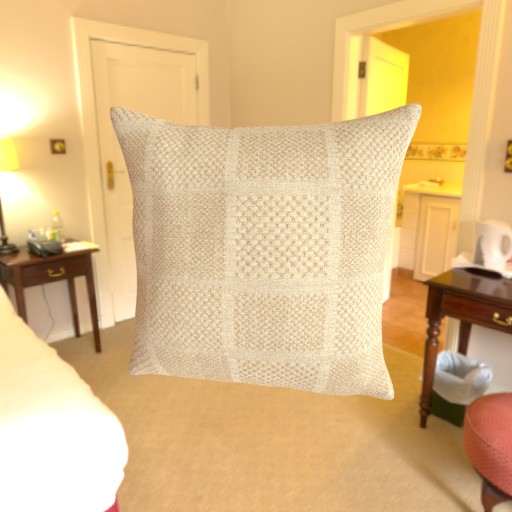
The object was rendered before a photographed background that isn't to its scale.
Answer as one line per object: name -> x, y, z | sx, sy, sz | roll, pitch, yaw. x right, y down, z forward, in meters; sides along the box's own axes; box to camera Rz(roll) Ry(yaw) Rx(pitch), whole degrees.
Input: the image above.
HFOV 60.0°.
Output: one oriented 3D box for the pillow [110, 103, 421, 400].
pillow -> 0.000, 0.000, 0.666 | 0.436, 0.432, 0.138 | 3, 15, 10
